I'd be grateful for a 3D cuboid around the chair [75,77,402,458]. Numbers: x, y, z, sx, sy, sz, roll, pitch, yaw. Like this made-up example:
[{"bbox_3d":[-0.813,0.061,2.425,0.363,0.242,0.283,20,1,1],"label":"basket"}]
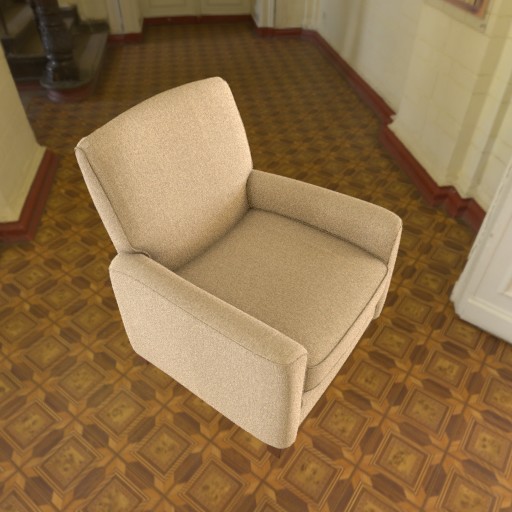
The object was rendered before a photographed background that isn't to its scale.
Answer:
[{"bbox_3d":[0.000,0.000,1.628,0.864,1.014,0.848,26,48,26],"label":"chair"}]
